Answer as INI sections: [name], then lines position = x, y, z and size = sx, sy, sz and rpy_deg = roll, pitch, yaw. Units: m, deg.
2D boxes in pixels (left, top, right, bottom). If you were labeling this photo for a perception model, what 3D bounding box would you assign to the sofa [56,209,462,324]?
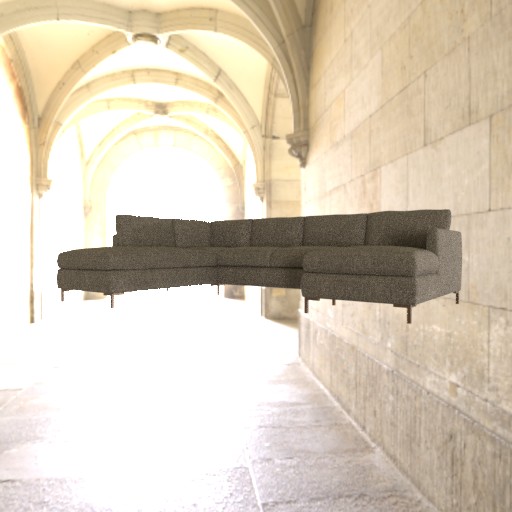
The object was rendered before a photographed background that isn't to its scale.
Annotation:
[sofa]
position = 0.000, 0.000, 3.561
size = 2.737, 0.756, 1.879
rpy_deg = 1, 1, 37
